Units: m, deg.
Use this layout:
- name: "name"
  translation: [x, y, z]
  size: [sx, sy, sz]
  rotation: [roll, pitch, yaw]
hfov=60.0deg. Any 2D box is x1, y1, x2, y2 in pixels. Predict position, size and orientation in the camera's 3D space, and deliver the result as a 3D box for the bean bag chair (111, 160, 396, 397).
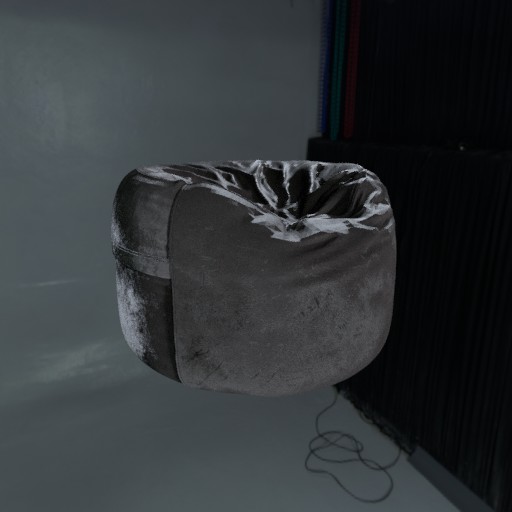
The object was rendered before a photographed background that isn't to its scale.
- name: "bean bag chair"
  translation: [0.000, 0.000, 1.496]
  size: [0.918, 0.605, 0.918]
  rotation: [0, 16, 0]
